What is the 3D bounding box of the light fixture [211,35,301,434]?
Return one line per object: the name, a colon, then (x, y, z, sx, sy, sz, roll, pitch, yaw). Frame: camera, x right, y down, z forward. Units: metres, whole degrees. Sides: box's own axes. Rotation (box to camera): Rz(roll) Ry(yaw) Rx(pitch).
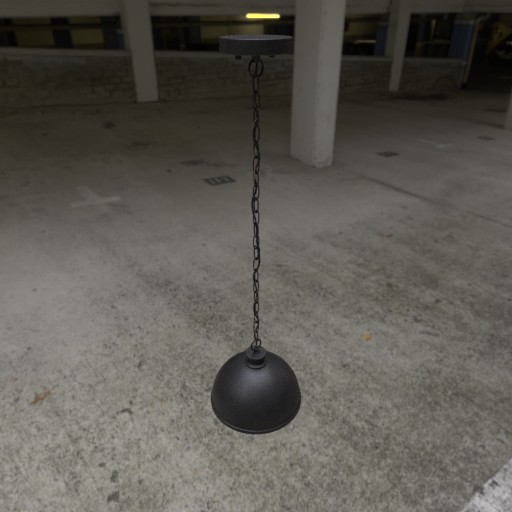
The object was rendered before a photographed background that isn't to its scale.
light fixture: (0.000, 0.000, 1.228, 0.304, 1.090, 0.304, -20, 35, -31)
